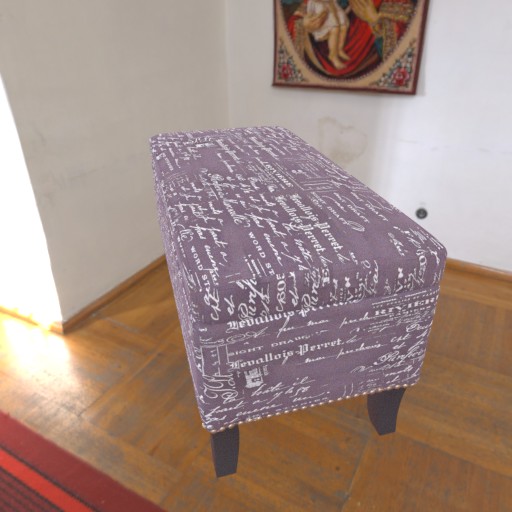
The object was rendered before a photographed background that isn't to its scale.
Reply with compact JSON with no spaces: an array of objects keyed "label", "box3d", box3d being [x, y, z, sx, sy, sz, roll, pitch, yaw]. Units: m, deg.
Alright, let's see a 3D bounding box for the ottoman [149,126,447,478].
[{"label":"ottoman","box3d":[0.000,0.000,1.057,0.406,0.457,0.813,-8,31,-14]}]
